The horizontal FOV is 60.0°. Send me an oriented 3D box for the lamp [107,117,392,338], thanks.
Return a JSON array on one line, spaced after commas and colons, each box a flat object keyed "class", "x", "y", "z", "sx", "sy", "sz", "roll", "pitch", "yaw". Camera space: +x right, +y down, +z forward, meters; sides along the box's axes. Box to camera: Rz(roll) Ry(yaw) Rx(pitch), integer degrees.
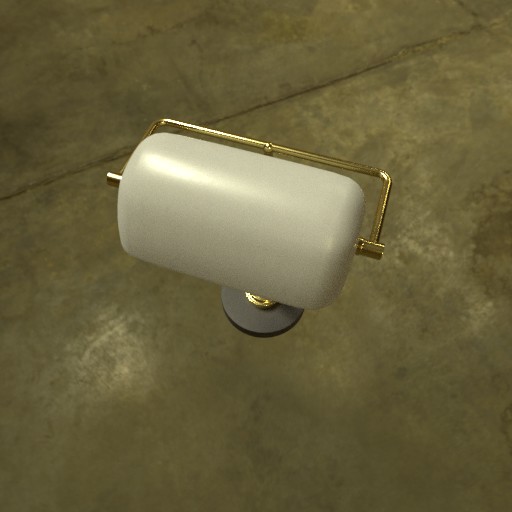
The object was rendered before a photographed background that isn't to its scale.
[{"class": "lamp", "x": 0.000, "y": 0.000, "z": 0.567, "sx": 0.269, "sy": 0.404, "sz": 0.227, "roll": 16, "pitch": 60, "yaw": 10}]
